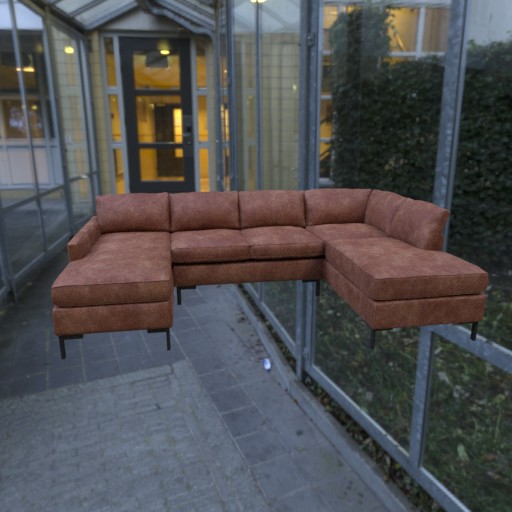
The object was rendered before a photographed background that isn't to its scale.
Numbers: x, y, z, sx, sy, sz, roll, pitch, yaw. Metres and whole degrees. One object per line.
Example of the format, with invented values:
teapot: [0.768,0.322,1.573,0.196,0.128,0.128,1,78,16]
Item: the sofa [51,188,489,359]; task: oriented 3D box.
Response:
sofa: [0.000,0.000,3.728,2.956,0.900,1.939,-3,16,-10]
